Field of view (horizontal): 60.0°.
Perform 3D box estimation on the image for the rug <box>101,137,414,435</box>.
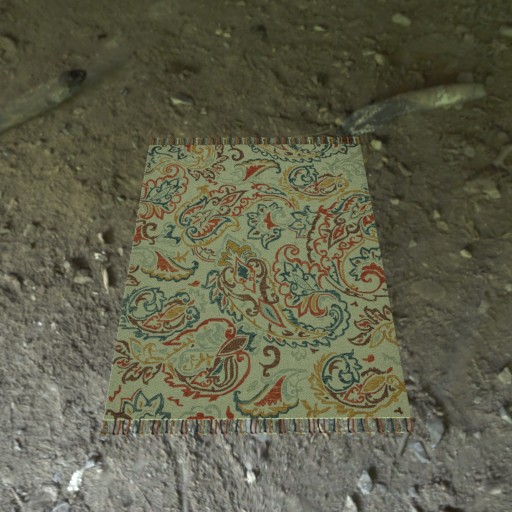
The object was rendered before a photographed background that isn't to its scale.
[{"bbox_3d":[0.000,0.000,4.320,2.439,0.015,3.274,0,58,0],"label":"rug"}]
